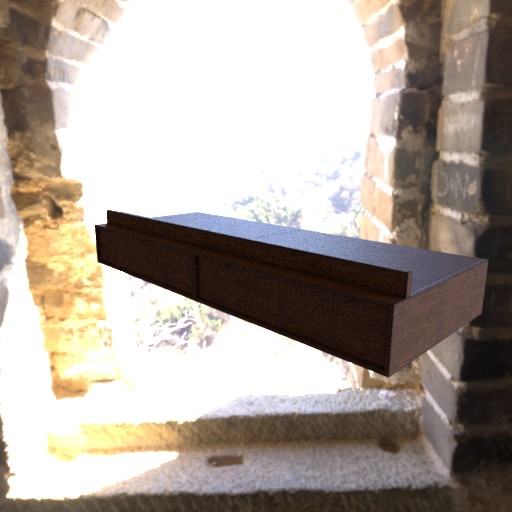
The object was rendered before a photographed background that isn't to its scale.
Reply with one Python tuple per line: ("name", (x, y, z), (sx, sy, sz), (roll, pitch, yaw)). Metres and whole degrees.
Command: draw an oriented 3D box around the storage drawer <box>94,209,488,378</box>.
("storage drawer", (0.000, 0.000, 2.211), (0.774, 0.339, 1.914), (-13, 19, -43))
